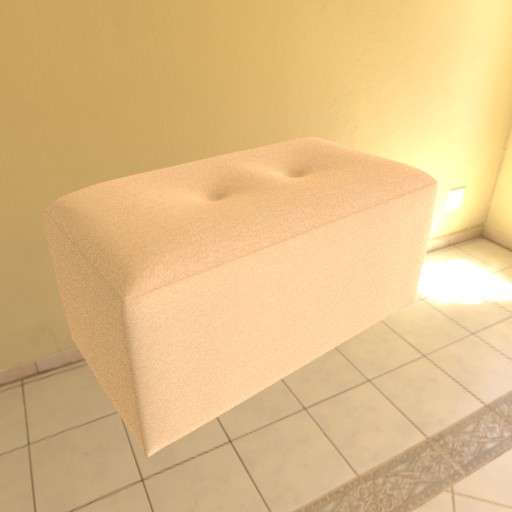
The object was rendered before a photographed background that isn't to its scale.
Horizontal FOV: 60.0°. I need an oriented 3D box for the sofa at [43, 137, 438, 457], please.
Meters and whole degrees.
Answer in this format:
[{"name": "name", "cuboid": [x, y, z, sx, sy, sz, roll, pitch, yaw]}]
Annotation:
[{"name": "sofa", "cuboid": [0.000, 0.000, 1.202, 0.930, 0.470, 0.480, -21, 36, -32]}]
